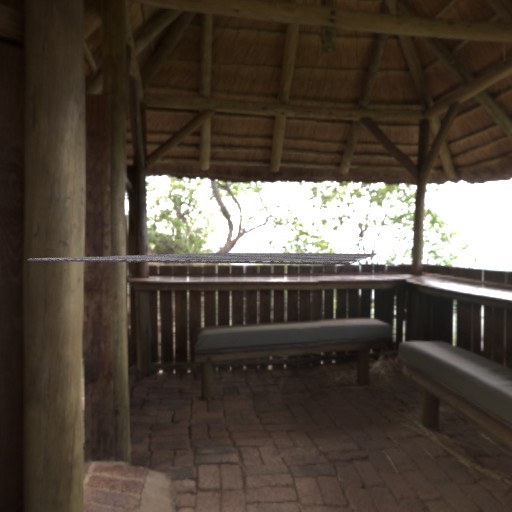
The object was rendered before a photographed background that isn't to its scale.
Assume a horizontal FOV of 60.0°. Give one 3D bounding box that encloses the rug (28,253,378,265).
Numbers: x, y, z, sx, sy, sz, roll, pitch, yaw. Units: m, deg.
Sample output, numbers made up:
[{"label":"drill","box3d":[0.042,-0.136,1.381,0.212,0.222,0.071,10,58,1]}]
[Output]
[{"label":"rug","box3d":[0.000,0.000,3.042,1.517,0.011,2.435,0,1,18]}]
